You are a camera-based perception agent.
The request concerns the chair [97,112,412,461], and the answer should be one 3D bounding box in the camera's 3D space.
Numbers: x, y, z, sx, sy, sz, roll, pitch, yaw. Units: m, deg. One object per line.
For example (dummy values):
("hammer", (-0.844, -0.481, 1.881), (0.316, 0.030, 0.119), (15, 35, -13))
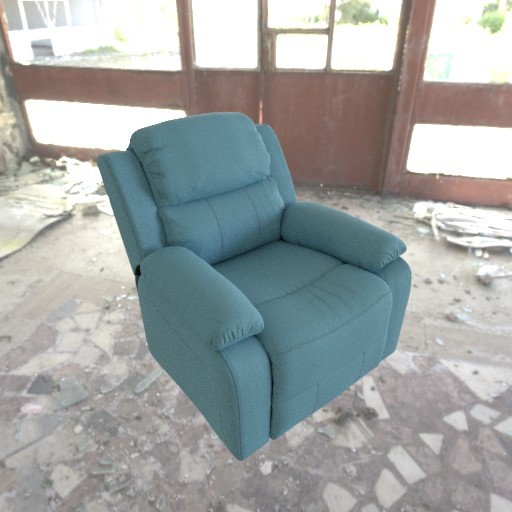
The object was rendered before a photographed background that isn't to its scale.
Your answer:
("chair", (0.000, 0.000, 1.288), (0.680, 0.702, 0.709), (-22, 36, -34))
